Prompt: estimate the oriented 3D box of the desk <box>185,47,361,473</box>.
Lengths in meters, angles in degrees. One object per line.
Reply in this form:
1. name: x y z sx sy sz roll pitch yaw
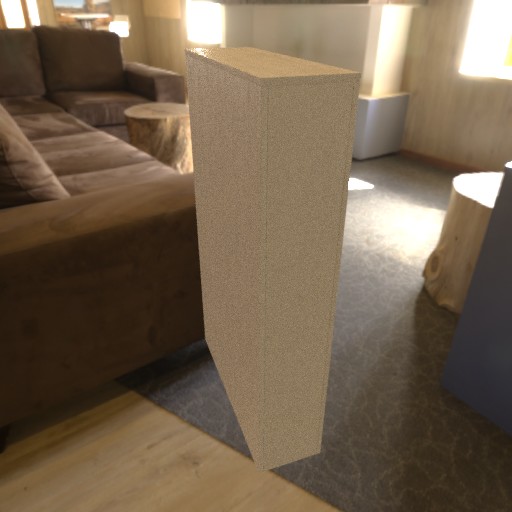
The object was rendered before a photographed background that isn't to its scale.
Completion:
1. desk: 0.000 0.000 1.563 0.250 1.280 0.750 -10 31 -17
